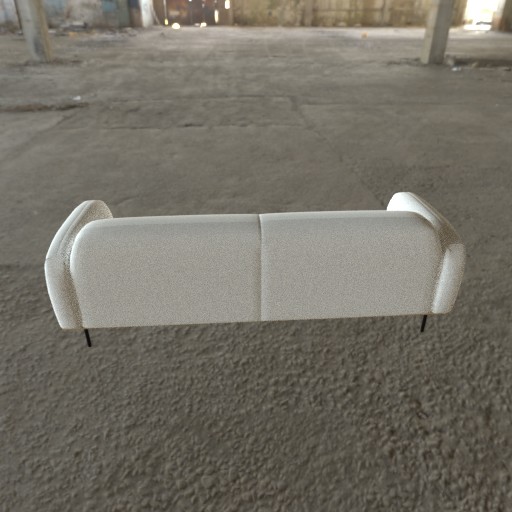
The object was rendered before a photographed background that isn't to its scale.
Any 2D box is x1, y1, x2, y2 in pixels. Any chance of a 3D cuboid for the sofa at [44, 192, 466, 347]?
[{"bbox_3d":[0.000,0.000,2.713,2.280,0.780,0.870,-2,30,-3],"label":"sofa"}]
